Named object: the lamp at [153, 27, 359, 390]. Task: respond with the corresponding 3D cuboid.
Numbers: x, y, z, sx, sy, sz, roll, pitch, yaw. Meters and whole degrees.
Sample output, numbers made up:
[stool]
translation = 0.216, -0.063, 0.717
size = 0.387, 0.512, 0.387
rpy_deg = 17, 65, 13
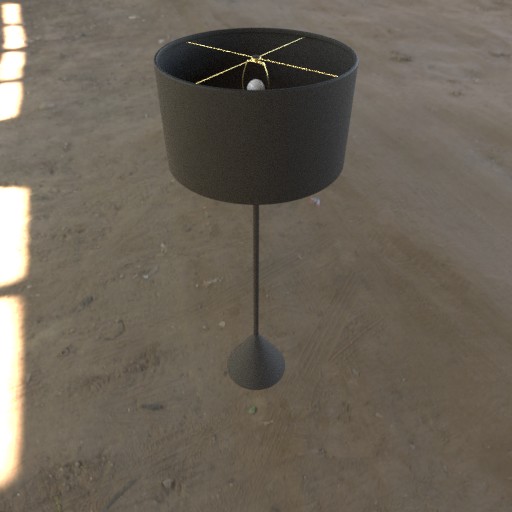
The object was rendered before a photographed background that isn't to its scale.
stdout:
[lamp]
translation = 0.000, 0.000, 1.765
size = 0.580, 1.526, 0.580
rpy_deg = 25, 47, 27
